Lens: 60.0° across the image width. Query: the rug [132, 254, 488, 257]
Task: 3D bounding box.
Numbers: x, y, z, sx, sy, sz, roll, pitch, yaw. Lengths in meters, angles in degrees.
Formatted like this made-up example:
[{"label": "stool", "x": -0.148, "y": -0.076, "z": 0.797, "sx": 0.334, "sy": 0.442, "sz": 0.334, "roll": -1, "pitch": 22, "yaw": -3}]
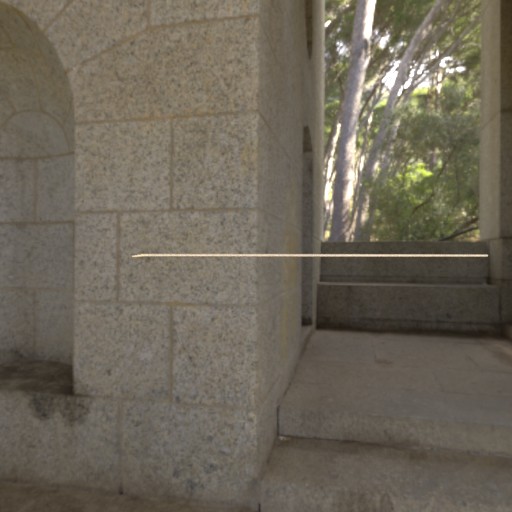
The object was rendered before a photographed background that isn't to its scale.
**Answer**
[{"label": "rug", "x": 0.000, "y": 0.000, "z": 2.313, "sx": 1.220, "sy": 0.007, "sz": 1.828, "roll": 0, "pitch": 0, "yaw": -16}]
